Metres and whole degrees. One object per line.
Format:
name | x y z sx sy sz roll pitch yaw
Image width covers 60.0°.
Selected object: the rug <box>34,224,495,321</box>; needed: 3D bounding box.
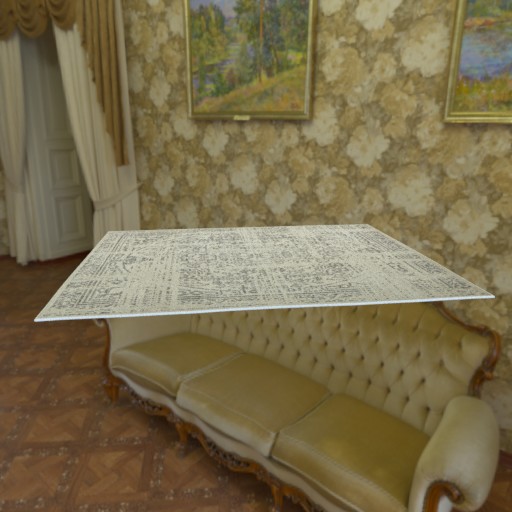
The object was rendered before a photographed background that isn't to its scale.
rug | 0.000 0.000 3.853 2.921 0.032 2.311 -2 16 -7
